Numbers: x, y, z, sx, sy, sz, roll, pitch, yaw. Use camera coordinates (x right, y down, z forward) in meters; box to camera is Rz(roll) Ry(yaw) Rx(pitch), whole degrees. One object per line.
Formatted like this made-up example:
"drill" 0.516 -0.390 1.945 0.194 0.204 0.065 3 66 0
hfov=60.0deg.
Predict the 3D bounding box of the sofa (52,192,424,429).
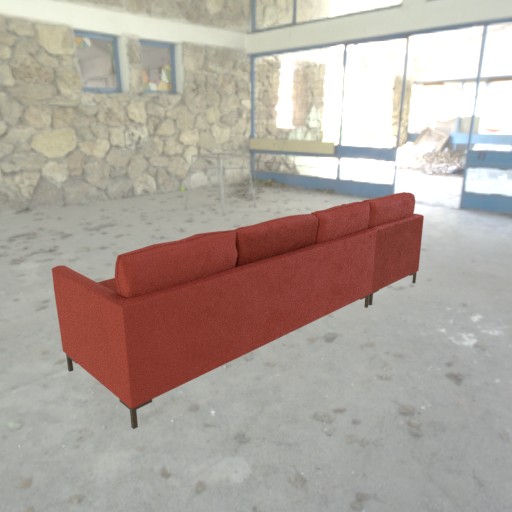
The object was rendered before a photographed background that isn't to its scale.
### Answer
"sofa" 0.000 0.000 3.931 3.400 0.967 1.500 -16 23 -43
